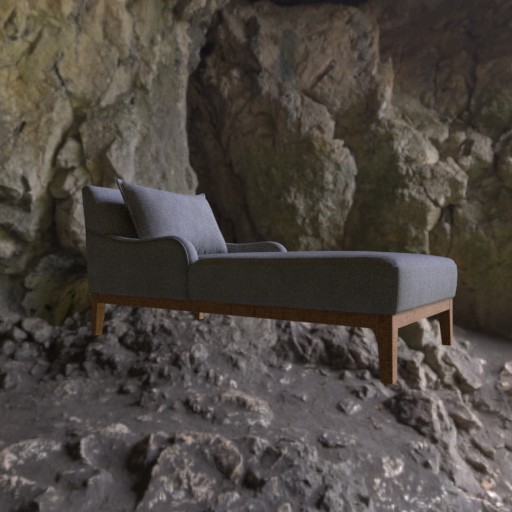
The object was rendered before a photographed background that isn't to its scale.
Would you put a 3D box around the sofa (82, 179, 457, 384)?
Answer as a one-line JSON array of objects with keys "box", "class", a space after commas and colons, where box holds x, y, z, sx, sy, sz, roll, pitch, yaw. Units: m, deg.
[{"box": [0.000, 0.000, 2.302, 1.779, 0.859, 0.894, 0, -1, 36], "class": "sofa"}]
